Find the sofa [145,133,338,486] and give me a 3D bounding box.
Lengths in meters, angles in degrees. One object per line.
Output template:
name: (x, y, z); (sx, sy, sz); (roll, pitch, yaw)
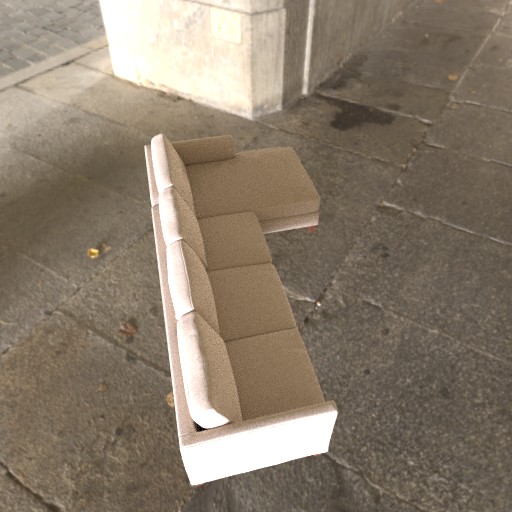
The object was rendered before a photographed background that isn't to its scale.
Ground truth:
sofa: (0.000, 0.000, 3.800); (1.625, 0.861, 3.186); (-10, 47, -9)
